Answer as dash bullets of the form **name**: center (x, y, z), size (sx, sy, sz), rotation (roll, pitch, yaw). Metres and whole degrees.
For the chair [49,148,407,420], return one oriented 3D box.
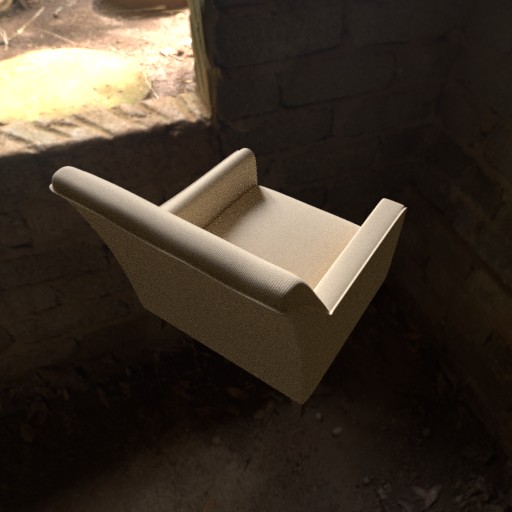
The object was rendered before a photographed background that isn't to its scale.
- **chair**: center (0.000, 0.000, 1.608), size (0.780, 0.919, 0.899), rotation (26, 51, 23)
